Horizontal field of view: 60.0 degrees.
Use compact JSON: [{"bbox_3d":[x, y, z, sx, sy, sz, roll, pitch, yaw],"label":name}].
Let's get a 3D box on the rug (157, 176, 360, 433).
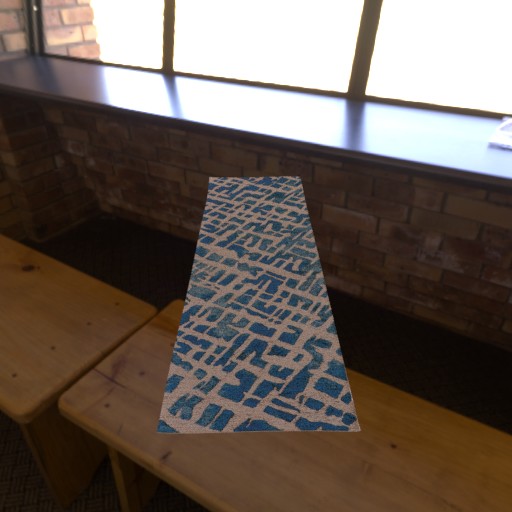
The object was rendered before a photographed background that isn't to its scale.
[{"bbox_3d":[0.000,0.000,2.697,0.768,0.011,2.446,0,33,0],"label":"rug"}]
